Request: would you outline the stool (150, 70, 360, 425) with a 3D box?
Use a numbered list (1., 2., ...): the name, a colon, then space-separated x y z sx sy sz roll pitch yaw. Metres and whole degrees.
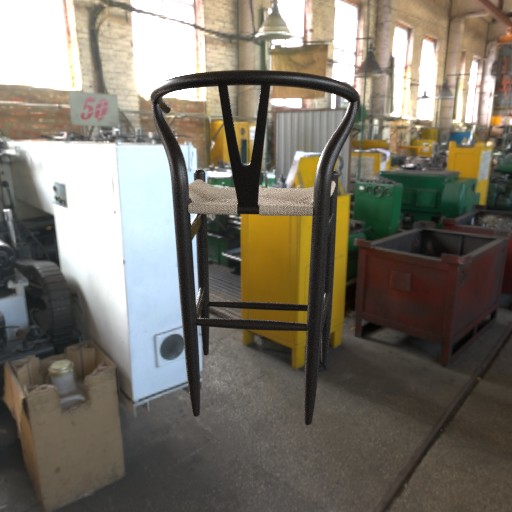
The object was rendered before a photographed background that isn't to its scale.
1. stool: 0.000 0.000 1.338 0.569 0.970 0.579 2 15 7
